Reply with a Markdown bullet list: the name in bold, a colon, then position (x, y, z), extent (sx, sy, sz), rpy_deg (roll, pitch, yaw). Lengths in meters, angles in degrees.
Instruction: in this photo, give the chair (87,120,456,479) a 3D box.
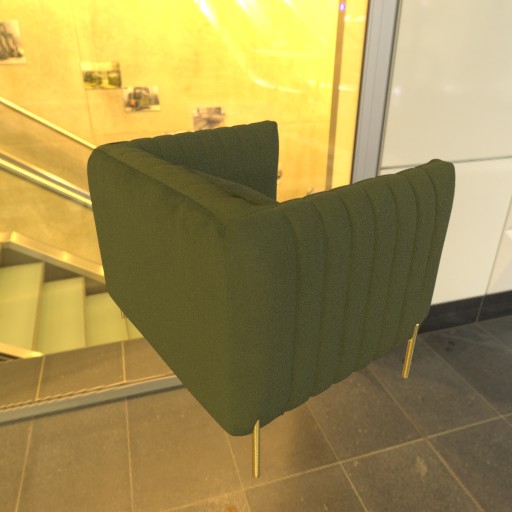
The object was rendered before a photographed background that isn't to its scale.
- **chair**: position (0.000, 0.000, 1.634), extent (0.877, 0.794, 1.032), rpy_deg (-19, 32, -32)
